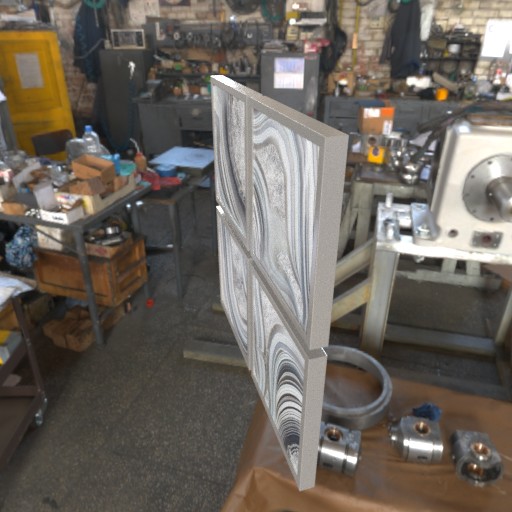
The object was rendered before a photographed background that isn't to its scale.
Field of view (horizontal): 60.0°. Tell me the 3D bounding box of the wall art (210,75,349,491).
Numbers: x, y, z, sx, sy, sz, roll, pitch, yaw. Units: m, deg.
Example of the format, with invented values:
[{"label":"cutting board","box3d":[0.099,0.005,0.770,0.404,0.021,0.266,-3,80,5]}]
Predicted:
[{"label":"wall art","box3d":[0.000,0.000,0.888,0.029,0.611,0.611,-8,29,-15]}]
